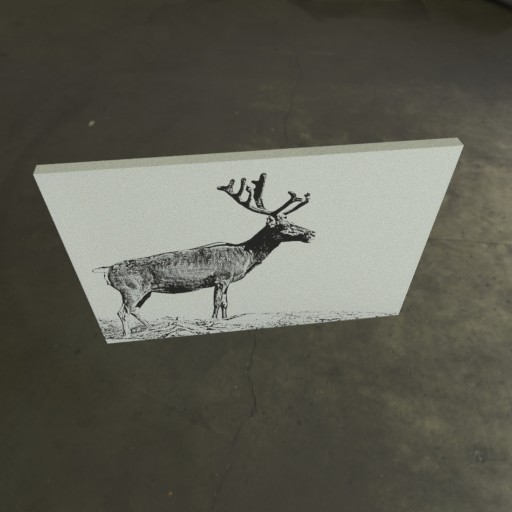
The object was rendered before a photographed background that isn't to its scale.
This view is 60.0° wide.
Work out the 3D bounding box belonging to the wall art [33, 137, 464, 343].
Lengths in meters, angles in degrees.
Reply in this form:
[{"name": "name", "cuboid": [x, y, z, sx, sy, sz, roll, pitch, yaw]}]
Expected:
[{"name": "wall art", "cuboid": [0.000, 0.000, 1.160, 0.906, 0.617, 0.033, -5, 46, -5]}]
